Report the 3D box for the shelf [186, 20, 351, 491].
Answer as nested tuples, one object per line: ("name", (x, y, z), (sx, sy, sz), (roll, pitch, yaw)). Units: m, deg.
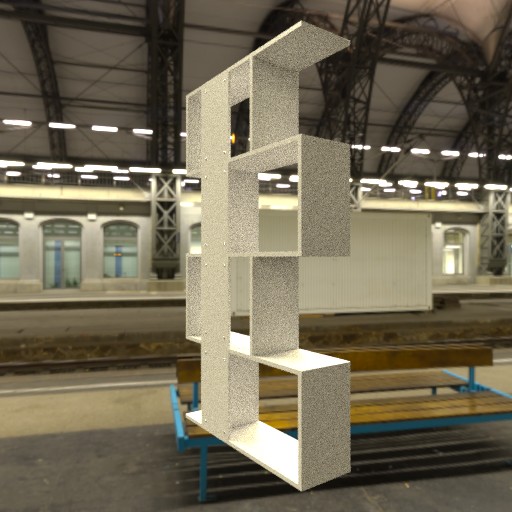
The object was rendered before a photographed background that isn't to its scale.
("shelf", (0.000, 0.000, 1.985), (0.250, 1.650, 0.890), (0, 0, -36))
